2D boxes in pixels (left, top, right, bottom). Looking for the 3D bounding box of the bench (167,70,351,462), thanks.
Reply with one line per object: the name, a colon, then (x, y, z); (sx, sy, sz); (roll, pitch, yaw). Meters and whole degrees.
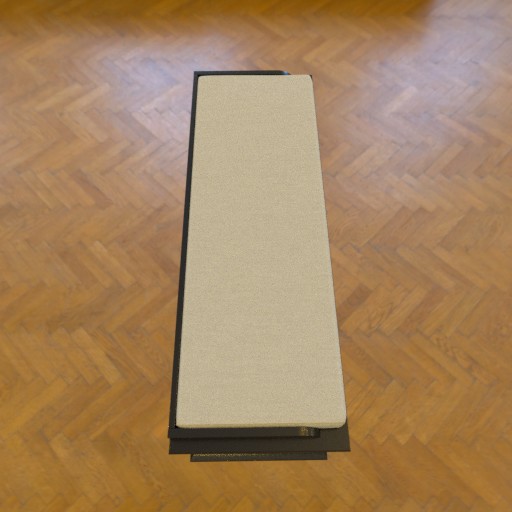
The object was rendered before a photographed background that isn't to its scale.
bench: (0.000, 0.000, 1.426); (0.402, 0.501, 1.185); (-1, 63, 0)
